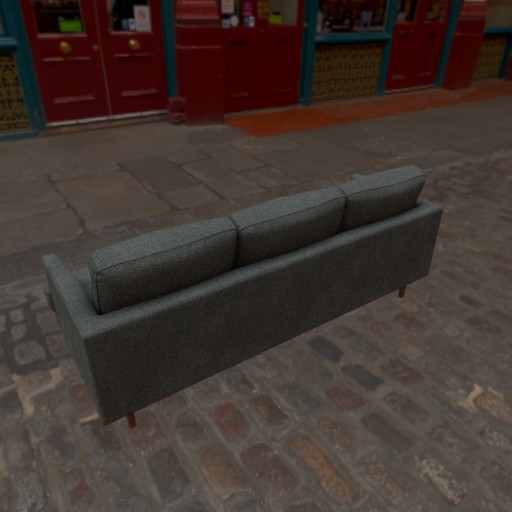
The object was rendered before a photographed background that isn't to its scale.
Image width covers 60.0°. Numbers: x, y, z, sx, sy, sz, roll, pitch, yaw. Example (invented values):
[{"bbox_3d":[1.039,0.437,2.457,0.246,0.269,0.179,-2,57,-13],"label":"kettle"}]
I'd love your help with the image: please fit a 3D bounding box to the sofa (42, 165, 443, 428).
[{"bbox_3d":[0.000,0.000,2.645,2.246,0.930,0.903,-19,35,-29],"label":"sofa"}]
